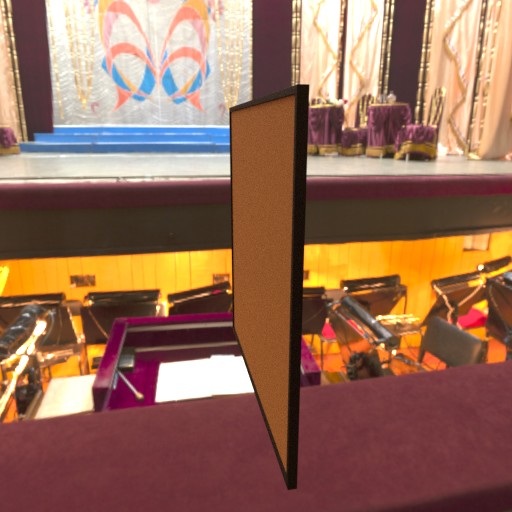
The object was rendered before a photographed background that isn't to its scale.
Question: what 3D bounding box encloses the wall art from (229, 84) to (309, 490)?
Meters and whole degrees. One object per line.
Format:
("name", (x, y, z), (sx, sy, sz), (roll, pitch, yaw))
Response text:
("wall art", (0.000, 0.000, 0.688), (0.013, 0.457, 0.458), (-3, 16, -11))
